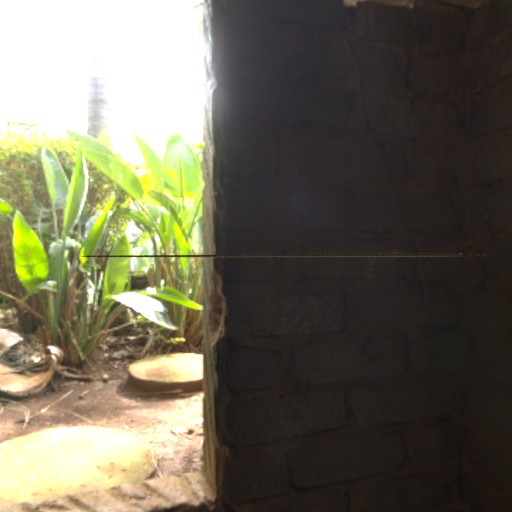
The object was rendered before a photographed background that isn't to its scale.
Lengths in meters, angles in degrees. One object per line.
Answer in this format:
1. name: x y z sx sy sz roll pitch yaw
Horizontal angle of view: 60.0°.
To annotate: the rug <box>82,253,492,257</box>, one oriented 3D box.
1. rug: 0.000 0.000 2.670 2.440 0.013 0.769 0 0 35
